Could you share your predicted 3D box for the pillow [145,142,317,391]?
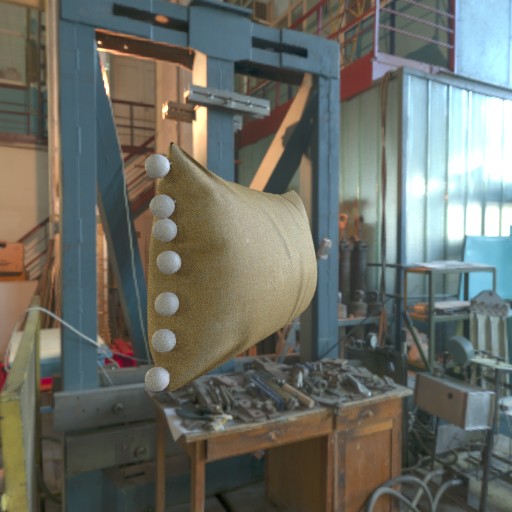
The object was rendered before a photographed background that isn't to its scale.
[{"bbox_3d":[0.000,0.000,0.842,0.201,0.322,0.709,1,2,18],"label":"pillow"}]
